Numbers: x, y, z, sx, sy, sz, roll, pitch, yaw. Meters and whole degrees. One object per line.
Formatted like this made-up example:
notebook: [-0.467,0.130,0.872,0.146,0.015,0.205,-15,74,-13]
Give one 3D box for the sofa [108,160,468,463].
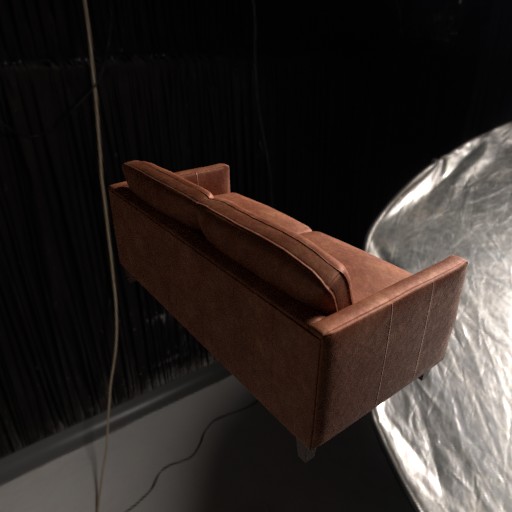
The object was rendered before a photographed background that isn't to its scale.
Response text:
sofa: [0.000,0.000,2.486,0.923,0.863,1.971,-19,33,-32]
